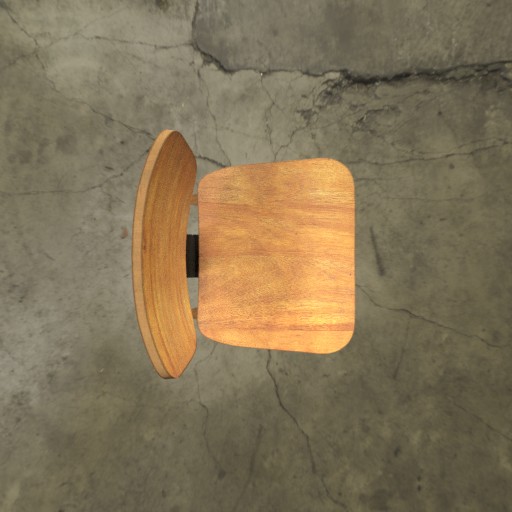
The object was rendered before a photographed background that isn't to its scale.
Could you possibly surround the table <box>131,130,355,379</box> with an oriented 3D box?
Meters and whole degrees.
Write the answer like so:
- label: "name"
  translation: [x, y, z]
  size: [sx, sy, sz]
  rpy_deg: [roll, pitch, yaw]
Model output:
- label: "table"
  translation: [0.000, 0.000, 1.134]
  size: [0.500, 0.805, 0.499]
  rpy_deg: [0, 90, -1]
